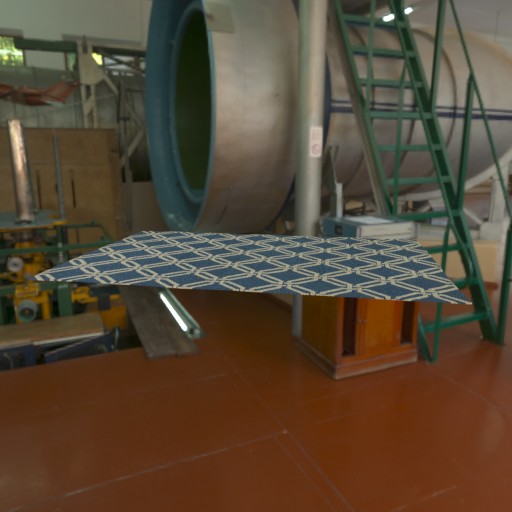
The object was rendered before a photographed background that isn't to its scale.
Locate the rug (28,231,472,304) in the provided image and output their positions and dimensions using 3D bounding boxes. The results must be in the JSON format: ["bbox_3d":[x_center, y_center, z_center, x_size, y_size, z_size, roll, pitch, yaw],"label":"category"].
[{"bbox_3d":[0.000,0.000,2.249,1.755,0.010,1.153,2,14,10],"label":"rug"}]
